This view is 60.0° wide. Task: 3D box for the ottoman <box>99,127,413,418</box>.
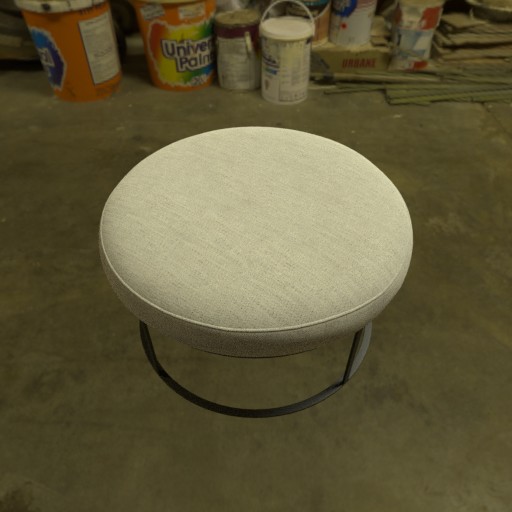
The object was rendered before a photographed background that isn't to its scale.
[{"bbox_3d":[0.000,0.000,1.211,0.769,0.459,0.769,0,45,0],"label":"ottoman"}]
